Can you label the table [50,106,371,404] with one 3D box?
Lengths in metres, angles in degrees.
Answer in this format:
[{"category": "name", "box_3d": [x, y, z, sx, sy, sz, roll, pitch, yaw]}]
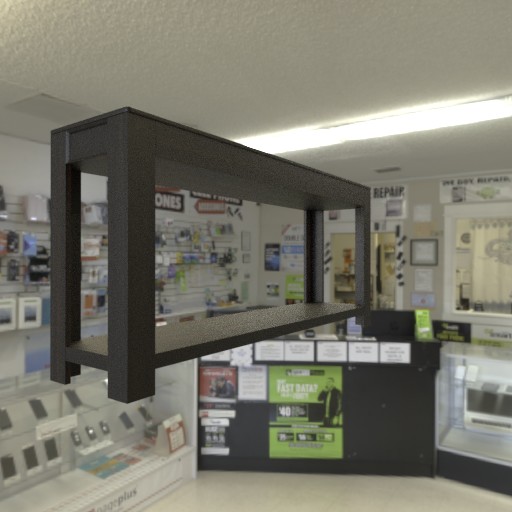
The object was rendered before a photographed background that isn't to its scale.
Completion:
[{"category": "table", "box_3d": [0.000, 0.000, 1.901, 0.384, 0.762, 1.631, 0, 0, 36]}]
